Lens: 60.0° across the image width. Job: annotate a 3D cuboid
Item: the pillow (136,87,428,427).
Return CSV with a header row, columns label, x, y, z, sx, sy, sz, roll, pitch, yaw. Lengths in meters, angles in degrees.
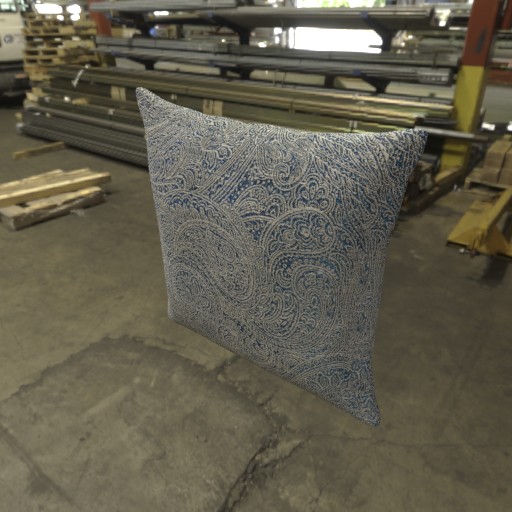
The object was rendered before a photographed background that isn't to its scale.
label,x,y,z,sx,sy,sz,roll,pitch,yaw
pillow,0.000,0.000,0.772,0.523,0.510,0.166,21,35,32
